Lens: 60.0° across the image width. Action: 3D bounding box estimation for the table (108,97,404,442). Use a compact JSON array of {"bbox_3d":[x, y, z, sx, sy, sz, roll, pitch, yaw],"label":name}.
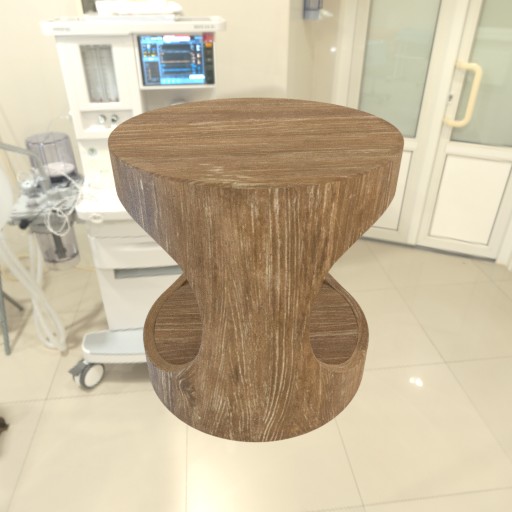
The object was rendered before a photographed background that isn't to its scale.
[{"bbox_3d":[0.000,0.000,0.963,0.527,0.551,0.527,0,32,0],"label":"table"}]
